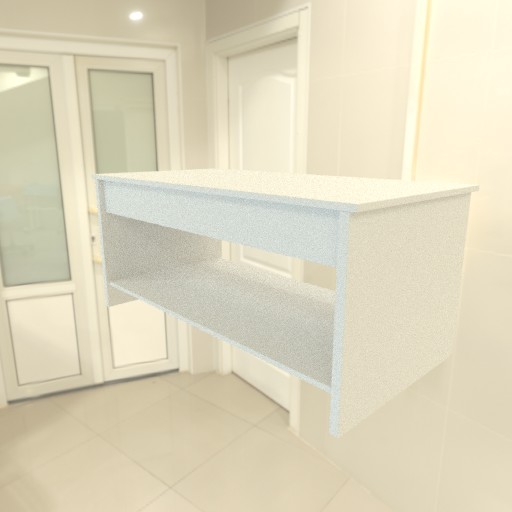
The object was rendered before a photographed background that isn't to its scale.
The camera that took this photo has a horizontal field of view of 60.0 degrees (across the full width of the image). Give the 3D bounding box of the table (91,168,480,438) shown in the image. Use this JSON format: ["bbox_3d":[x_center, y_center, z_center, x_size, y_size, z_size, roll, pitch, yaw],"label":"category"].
[{"bbox_3d":[0.000,0.000,1.280,0.500,0.441,1.000,-13,19,-42],"label":"table"}]
